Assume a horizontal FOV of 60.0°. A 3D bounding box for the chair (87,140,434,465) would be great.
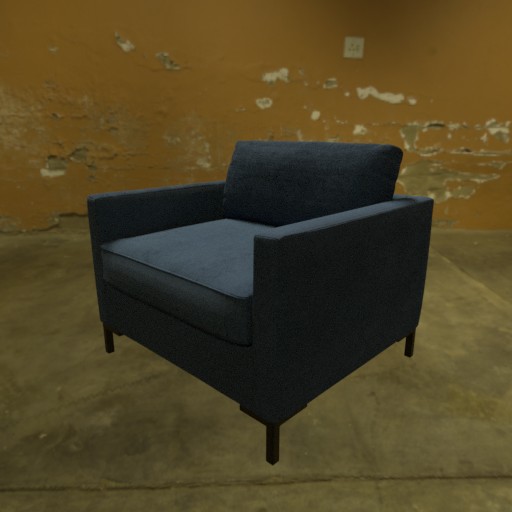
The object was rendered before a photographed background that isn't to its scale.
[{"bbox_3d":[0.000,0.000,1.639,0.964,0.812,0.875,15,22,42],"label":"chair"}]
